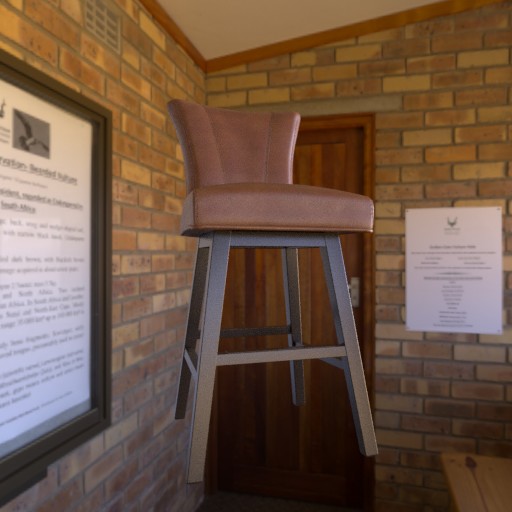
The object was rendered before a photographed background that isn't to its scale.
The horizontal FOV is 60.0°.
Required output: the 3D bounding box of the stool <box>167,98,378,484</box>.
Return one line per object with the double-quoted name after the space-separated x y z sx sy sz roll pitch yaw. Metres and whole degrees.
0.000 0.000 1.404 0.522 1.094 0.585 0 0 -17 "stool"
